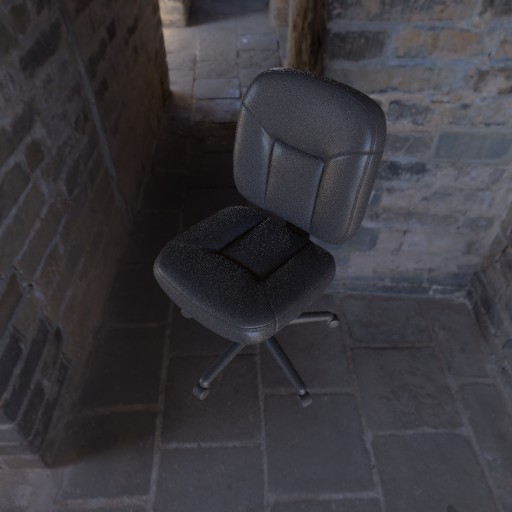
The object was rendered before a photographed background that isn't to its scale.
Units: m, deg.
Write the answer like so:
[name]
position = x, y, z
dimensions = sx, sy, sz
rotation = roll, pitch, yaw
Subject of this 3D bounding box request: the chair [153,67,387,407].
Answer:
[chair]
position = 0.000, 0.000, 1.407
dimensions = 0.647, 0.959, 0.646
rotation = 32, 54, 27
